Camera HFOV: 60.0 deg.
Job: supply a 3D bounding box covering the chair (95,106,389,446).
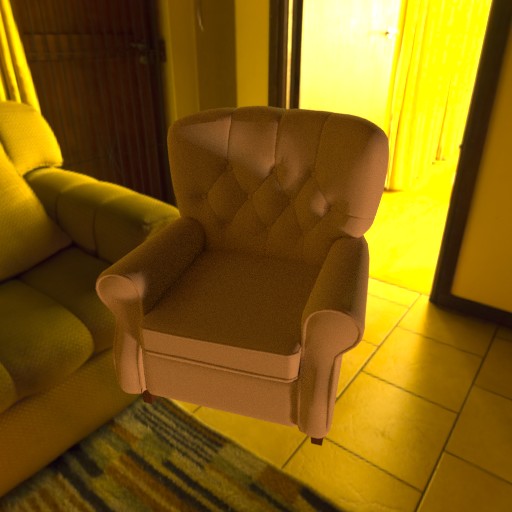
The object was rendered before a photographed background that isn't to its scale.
[{"bbox_3d":[0.000,0.000,2.002,1.035,1.169,1.132,8,28,15],"label":"chair"}]
